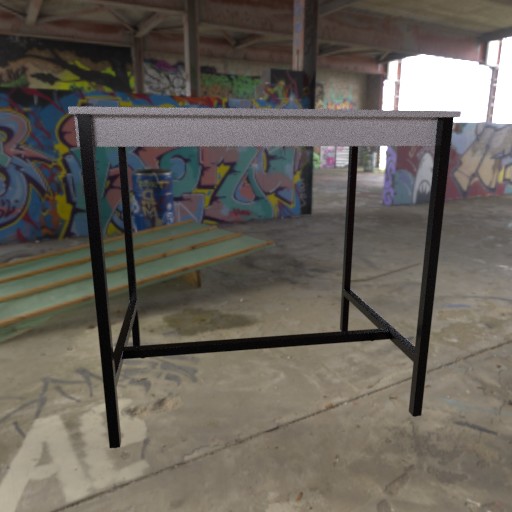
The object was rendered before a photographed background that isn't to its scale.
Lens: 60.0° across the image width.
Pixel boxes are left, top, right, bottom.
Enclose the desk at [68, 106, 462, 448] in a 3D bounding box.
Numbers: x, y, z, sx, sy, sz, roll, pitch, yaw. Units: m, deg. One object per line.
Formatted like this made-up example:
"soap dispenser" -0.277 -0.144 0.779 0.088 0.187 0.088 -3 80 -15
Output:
"desk" 0.000 0.000 1.270 0.811 0.766 0.573 -2 15 -9
